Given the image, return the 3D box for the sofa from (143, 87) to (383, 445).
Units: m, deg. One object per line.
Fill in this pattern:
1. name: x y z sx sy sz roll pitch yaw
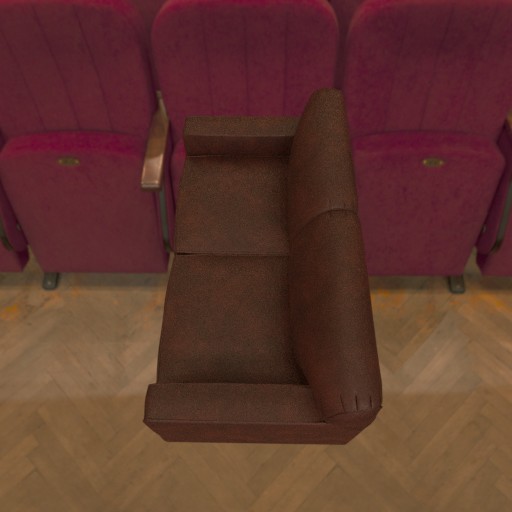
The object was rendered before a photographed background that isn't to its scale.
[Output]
1. sofa: 0.000 0.000 2.445 1.000 0.966 1.856 1 59 0
